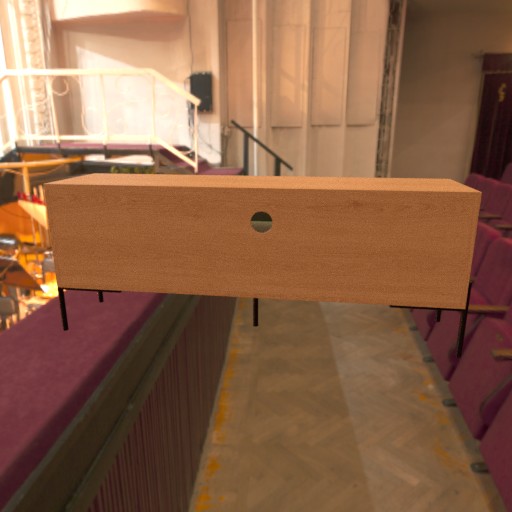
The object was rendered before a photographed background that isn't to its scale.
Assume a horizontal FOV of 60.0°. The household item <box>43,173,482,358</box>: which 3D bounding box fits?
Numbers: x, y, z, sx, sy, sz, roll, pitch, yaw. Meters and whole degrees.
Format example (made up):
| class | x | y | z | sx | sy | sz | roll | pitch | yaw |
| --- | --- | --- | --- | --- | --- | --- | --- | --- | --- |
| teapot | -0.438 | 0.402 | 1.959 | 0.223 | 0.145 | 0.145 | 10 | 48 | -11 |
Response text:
| class | x | y | z | sx | sy | sz | roll | pitch | yaw |
| --- | --- | --- | --- | --- | --- | --- | --- | --- | --- |
| household item | 0.000 | 0.000 | 1.784 | 1.550 | 0.600 | 0.400 | 2 | 16 | 8 |
